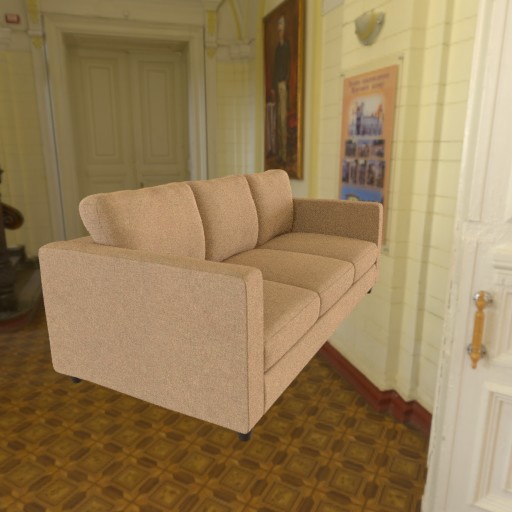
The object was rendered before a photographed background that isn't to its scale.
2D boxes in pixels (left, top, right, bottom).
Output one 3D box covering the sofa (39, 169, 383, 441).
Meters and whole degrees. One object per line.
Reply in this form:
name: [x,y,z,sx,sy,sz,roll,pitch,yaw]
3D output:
sofa: [0.000,0.000,2.324,0.930,0.800,1.855,7,16,27]
